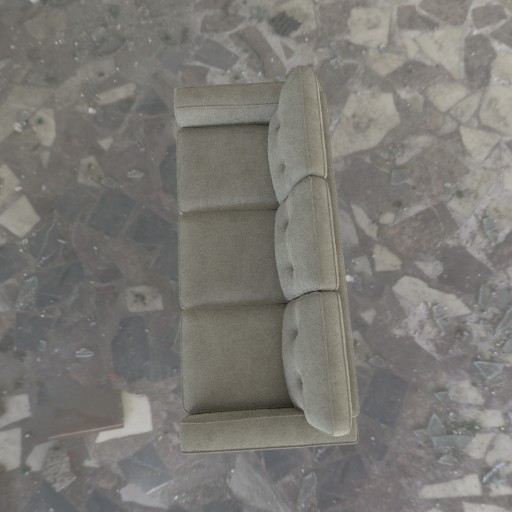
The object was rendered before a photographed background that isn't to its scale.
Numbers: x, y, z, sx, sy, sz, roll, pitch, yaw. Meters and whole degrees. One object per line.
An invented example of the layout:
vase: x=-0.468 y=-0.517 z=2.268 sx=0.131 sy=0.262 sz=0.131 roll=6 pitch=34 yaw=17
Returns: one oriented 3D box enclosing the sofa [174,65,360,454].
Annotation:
sofa: x=0.000 y=0.000 z=2.661 sx=0.939 sy=0.965 sz=2.133 roll=-3 pitch=77 yaw=-1
